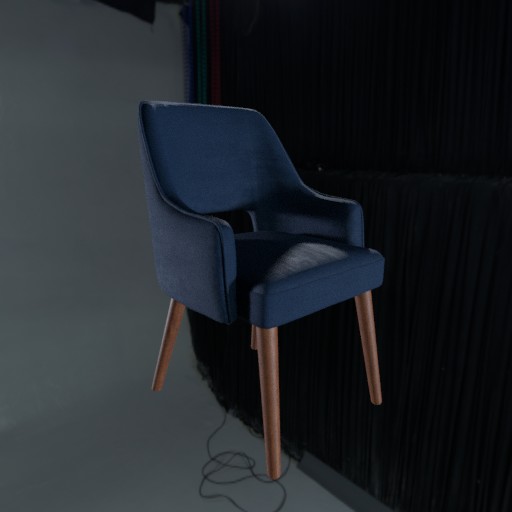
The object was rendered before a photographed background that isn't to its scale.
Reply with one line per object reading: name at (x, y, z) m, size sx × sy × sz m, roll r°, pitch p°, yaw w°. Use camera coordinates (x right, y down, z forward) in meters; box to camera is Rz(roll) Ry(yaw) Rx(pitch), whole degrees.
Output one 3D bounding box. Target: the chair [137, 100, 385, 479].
chair at (0.000, 0.000, 1.236) m, size 0.559 × 0.844 × 0.591 m, roll -13°, pitch 19°, yaw -42°
